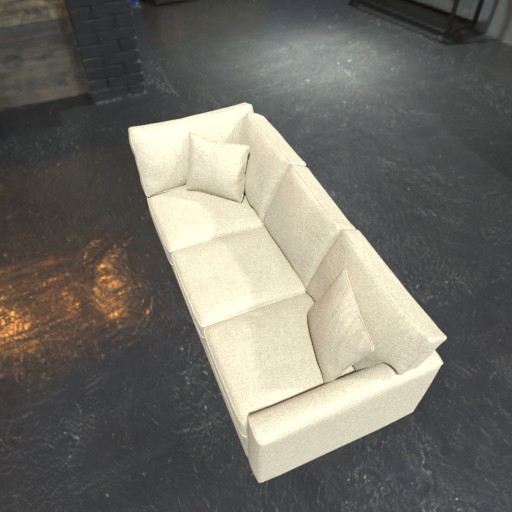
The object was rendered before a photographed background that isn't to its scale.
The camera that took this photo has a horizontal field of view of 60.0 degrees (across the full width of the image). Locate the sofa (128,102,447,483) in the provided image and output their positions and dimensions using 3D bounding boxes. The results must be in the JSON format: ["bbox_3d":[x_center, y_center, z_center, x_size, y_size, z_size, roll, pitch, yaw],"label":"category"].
[{"bbox_3d":[0.000,0.000,2.872,1.053,0.948,2.323,-17,50,-15],"label":"sofa"}]
